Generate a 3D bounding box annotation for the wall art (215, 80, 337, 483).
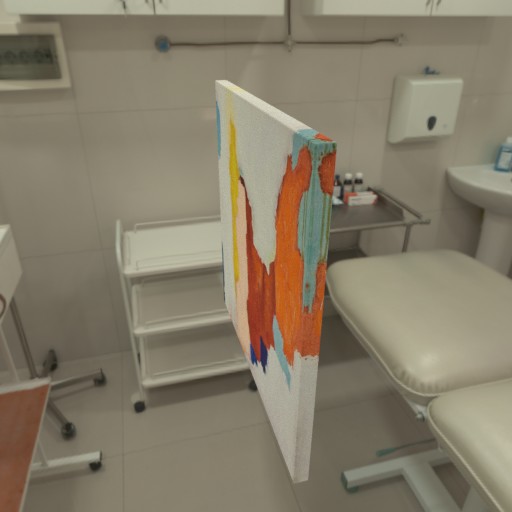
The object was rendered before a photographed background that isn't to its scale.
[{"bbox_3d":[0.000,0.000,1.218,0.037,0.814,0.814,-7,29,-14],"label":"wall art"}]
